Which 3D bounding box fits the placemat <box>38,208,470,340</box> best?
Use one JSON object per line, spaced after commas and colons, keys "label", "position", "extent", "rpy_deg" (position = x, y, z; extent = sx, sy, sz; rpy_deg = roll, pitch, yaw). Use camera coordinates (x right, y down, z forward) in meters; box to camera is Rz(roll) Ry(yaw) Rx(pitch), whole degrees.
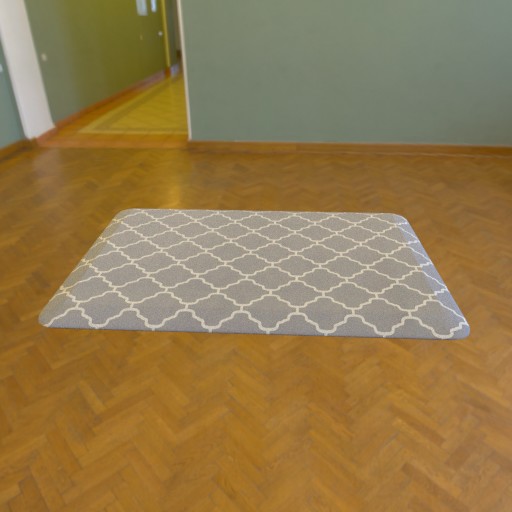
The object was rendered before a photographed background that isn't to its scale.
{"label": "placemat", "position": [0.000, 0.000, 0.971], "extent": [0.762, 0.021, 0.508], "rpy_deg": [1, 30, 2]}
